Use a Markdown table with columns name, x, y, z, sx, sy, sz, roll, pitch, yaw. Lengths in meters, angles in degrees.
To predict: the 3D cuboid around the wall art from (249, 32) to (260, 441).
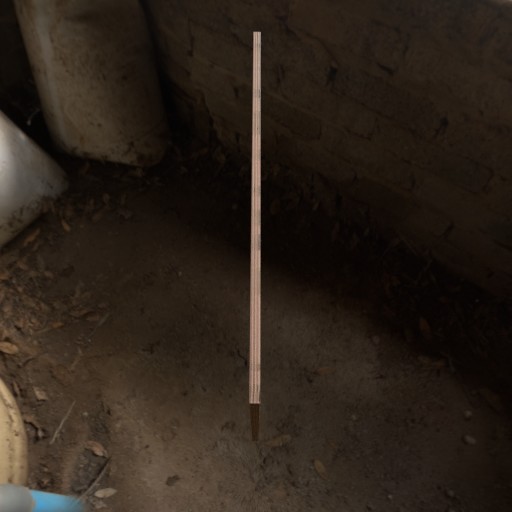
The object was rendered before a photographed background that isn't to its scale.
| name | x | y | z | sx | sy | sz | roll | pitch | yaw |
| --- | --- | --- | --- | --- | --- | --- | --- | --- | --- |
| wall art | 0.000 | 0.000 | 0.697 | 0.010 | 0.408 | 0.508 | 0 | 63 | 0 |
